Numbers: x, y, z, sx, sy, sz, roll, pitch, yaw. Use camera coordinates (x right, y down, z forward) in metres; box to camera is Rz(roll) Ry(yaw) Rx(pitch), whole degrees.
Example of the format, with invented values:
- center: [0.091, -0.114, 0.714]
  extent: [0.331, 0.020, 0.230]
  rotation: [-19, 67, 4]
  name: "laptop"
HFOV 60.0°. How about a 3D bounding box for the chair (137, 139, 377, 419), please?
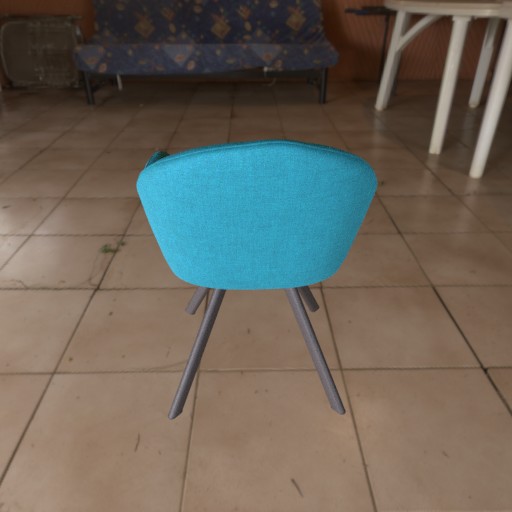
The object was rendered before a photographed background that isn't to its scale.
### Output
- center: [0.000, 0.000, 1.167]
  extent: [0.545, 0.775, 0.565]
  rotation: [-1, 31, -2]
  name: "chair"
